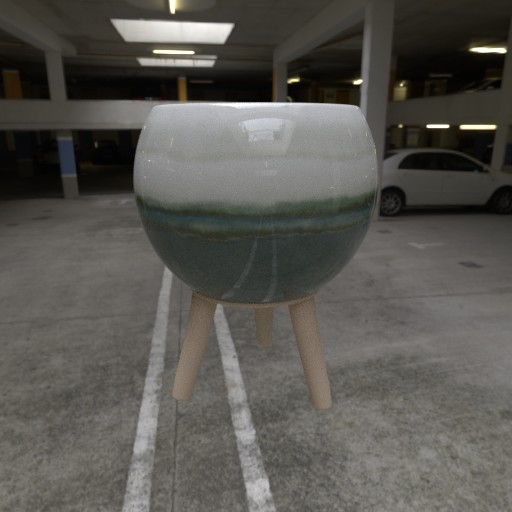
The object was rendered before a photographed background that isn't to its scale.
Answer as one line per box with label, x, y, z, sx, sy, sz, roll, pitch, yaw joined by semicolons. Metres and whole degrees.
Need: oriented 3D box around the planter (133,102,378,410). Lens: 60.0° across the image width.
planter;0.000;0.000;0.436;0.222;0.278;0.222;0;17;0
